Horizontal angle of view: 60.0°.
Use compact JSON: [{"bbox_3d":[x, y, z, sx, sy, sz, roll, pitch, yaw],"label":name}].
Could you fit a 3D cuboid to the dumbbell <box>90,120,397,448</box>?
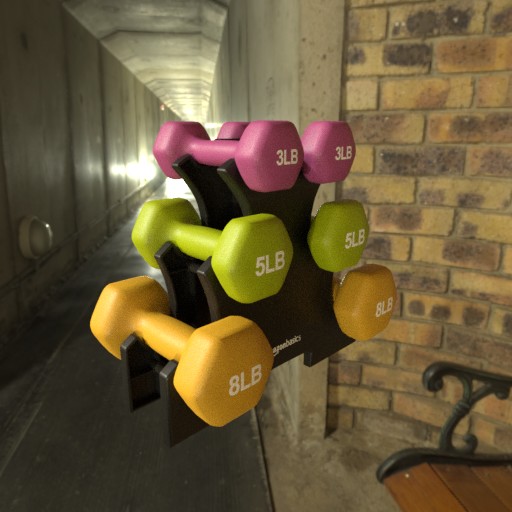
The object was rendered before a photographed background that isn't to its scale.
[{"bbox_3d":[0.000,0.000,0.466,0.300,0.271,0.190,-15,22,-42],"label":"dumbbell"}]
